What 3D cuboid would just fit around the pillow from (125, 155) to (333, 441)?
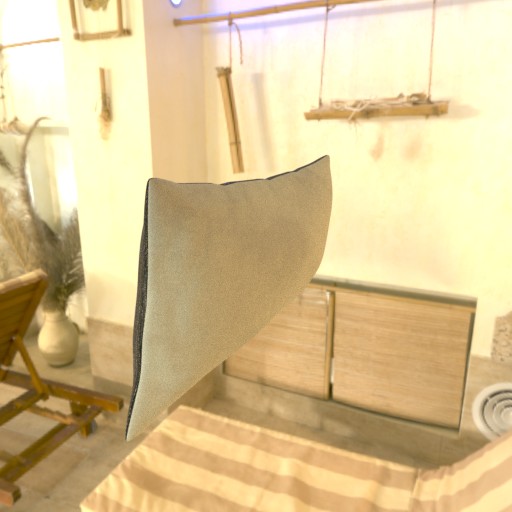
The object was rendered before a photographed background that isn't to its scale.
[{"bbox_3d":[0.000,0.000,0.732,0.156,0.305,0.608,7,17,24],"label":"pillow"}]
